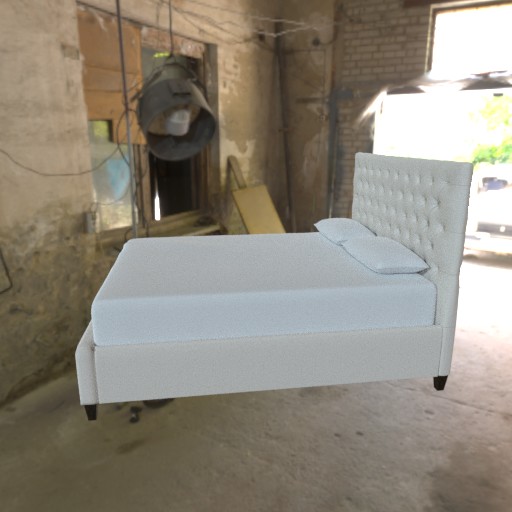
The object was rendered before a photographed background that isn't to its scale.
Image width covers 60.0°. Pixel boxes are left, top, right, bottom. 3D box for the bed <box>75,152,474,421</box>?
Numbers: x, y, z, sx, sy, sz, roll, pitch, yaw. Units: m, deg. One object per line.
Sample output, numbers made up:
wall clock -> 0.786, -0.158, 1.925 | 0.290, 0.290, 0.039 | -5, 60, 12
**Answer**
bed -> 0.000, 0.000, 3.265 | 2.233, 1.426, 1.696 | -2, 15, -8
